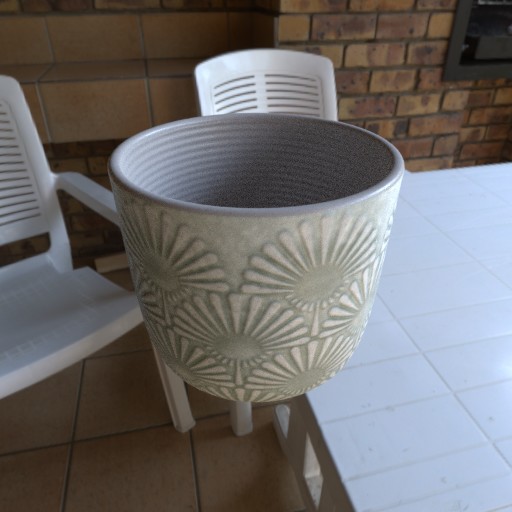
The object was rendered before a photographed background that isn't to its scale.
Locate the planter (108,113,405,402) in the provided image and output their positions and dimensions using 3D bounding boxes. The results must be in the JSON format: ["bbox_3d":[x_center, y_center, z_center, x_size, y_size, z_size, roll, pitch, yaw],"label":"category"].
[{"bbox_3d":[0.000,0.000,0.220,0.124,0.109,0.124,0,32,0],"label":"planter"}]
